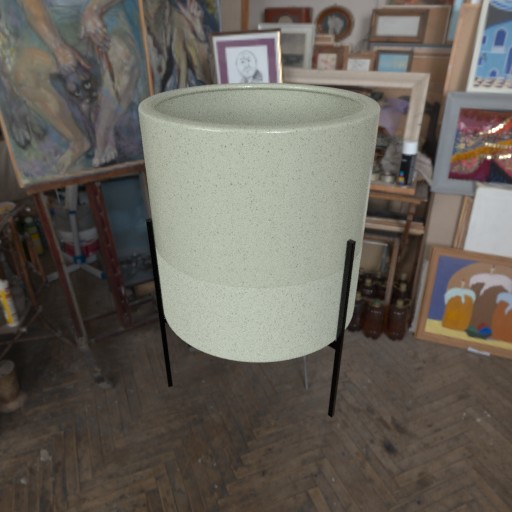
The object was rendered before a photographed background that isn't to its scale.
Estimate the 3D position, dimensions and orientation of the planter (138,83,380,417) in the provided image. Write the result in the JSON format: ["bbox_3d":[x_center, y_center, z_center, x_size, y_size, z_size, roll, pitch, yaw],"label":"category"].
[{"bbox_3d":[0.000,0.000,0.704,0.323,0.475,0.314,-8,31,-14],"label":"planter"}]
